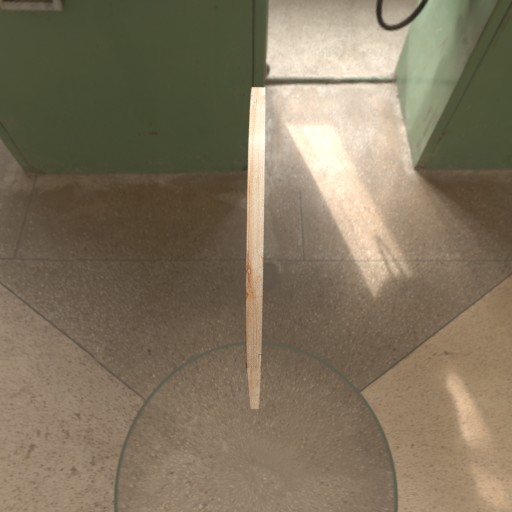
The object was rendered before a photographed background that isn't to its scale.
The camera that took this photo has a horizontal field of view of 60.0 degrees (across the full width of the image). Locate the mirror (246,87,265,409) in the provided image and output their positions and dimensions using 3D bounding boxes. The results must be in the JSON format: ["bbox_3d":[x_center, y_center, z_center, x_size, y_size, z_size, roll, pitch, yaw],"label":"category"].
[{"bbox_3d":[0.000,0.000,1.191,0.032,0.920,0.660,1,63,0],"label":"mirror"}]
